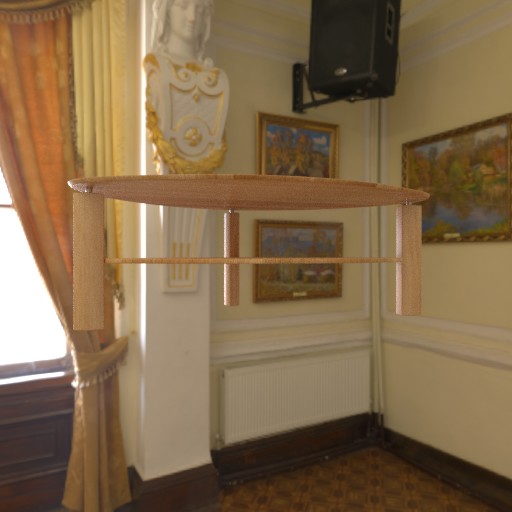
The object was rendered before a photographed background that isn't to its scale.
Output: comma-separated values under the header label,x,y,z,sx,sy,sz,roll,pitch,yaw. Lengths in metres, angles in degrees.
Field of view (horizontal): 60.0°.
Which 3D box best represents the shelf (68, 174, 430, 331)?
label,x,y,z,sx,sy,sz,roll,pitch,yaw
shelf,0.000,0.000,1.618,1.246,0.440,0.845,0,0,-17
